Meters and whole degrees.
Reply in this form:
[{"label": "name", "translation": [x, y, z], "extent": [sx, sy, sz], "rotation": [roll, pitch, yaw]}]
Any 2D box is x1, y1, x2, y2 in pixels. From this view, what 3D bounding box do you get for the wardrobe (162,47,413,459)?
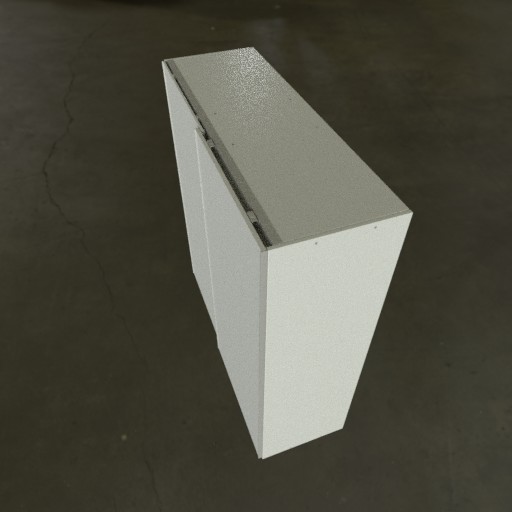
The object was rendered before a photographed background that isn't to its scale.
[{"label": "wardrobe", "translation": [0.000, 0.000, 2.907], "extent": [0.629, 1.960, 1.780], "rotation": [-15, 47, -14]}]
